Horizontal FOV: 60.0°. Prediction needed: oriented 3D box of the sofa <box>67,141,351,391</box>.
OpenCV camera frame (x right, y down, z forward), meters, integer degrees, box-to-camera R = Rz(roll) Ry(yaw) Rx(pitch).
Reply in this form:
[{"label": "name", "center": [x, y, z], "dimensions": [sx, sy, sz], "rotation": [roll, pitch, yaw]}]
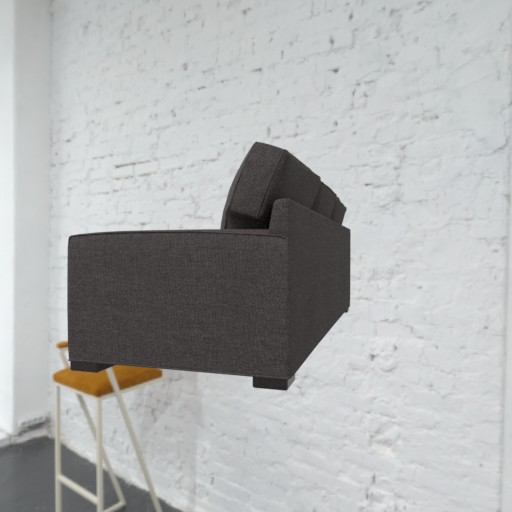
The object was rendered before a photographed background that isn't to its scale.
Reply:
[{"label": "sofa", "center": [0.000, 0.000, 2.898], "dimensions": [1.004, 0.978, 2.369], "rotation": [0, 1, 17]}]
